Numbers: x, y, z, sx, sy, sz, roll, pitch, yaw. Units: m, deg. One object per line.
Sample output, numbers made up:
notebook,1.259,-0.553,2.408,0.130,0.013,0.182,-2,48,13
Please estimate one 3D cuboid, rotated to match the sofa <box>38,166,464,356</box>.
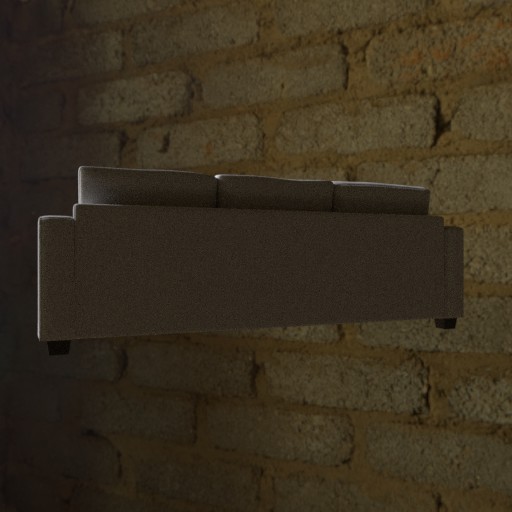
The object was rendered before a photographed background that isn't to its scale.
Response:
sofa,0.000,0.000,2.497,2.120,0.800,0.900,0,0,-19
